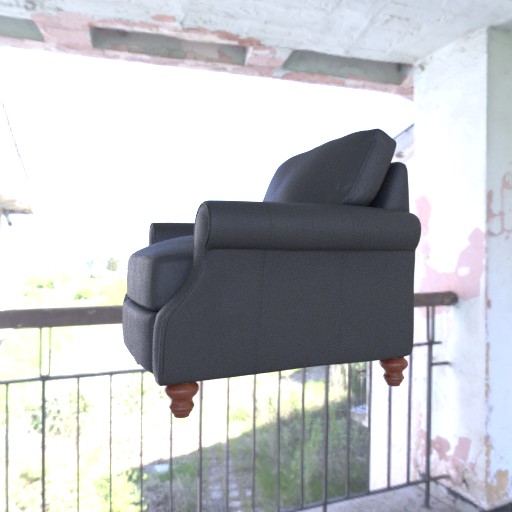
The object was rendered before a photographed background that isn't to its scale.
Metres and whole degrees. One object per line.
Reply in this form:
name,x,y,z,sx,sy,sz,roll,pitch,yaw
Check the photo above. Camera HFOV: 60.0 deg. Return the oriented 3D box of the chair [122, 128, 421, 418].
chair,0.000,0.000,1.812,1.027,0.960,1.015,0,0,-19
